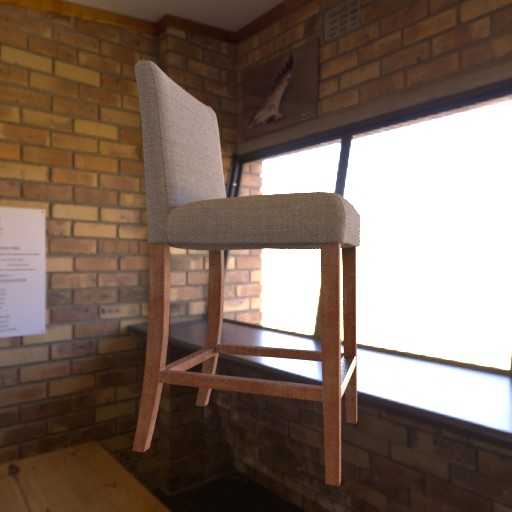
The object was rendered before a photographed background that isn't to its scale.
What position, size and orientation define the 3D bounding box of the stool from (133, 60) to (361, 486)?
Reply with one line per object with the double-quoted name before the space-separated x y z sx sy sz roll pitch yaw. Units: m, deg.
"stool" 0.000 0.000 1.287 0.567 1.039 0.454 0 0 18
